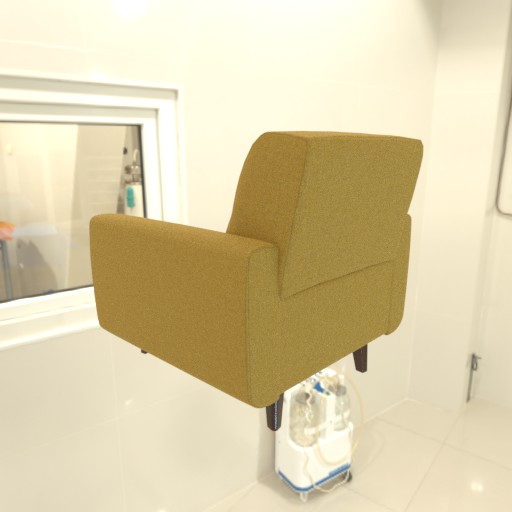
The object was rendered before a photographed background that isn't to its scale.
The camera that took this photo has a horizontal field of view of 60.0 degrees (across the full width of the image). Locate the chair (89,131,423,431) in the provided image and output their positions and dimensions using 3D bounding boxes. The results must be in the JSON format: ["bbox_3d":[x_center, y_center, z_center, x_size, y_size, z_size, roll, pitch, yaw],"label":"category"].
[{"bbox_3d":[0.000,0.000,1.577,0.909,0.841,0.831,13,19,43],"label":"chair"}]
